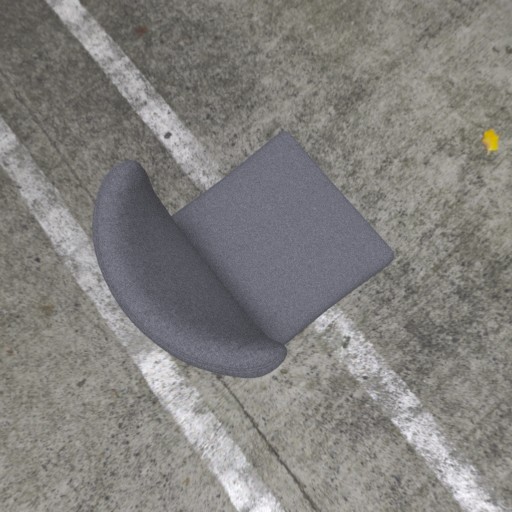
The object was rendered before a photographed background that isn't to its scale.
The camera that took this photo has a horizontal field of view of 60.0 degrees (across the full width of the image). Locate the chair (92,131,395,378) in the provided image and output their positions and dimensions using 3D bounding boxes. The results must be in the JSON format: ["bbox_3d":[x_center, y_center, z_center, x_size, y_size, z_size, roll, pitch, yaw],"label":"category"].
[{"bbox_3d":[0.000,0.000,1.193,0.592,0.839,0.491,-38,80,-8],"label":"chair"}]
